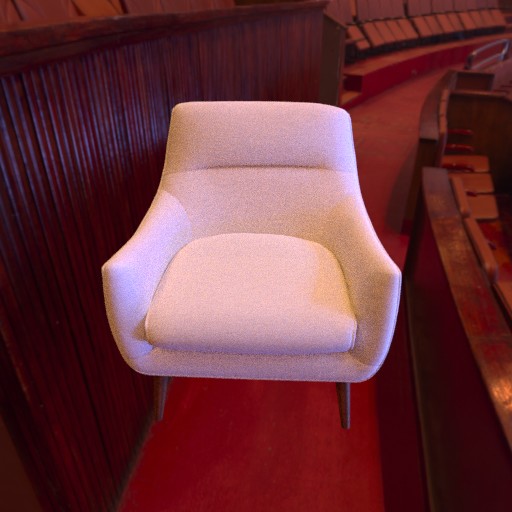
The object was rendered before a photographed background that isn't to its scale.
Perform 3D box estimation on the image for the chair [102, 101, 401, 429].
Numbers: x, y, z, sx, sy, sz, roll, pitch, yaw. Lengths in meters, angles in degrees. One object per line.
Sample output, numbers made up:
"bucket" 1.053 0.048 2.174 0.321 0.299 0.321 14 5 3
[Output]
"chair" 0.000 0.000 1.456 0.762 0.838 0.787 1 31 2
